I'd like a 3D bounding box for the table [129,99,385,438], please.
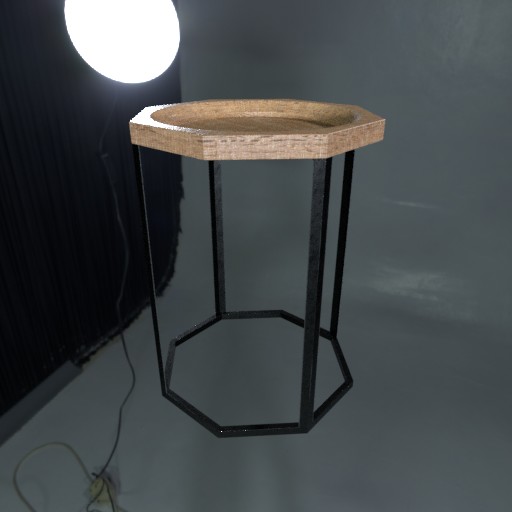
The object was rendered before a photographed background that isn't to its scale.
[{"bbox_3d":[0.000,0.000,0.891,0.437,0.553,0.437,8,27,17],"label":"table"}]
